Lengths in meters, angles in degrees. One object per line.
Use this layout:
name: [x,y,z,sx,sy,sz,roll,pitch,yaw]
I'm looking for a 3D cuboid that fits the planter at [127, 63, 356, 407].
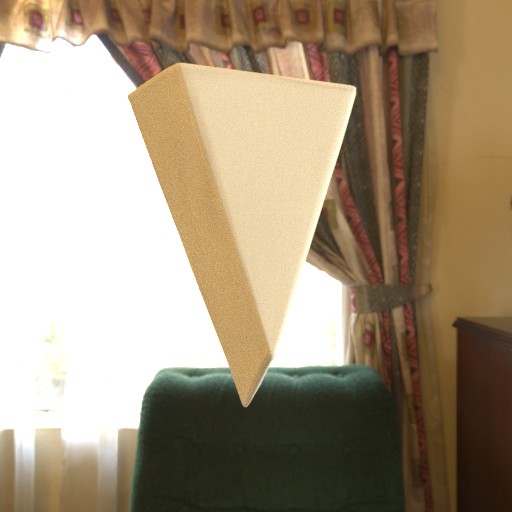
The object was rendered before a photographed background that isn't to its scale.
planter: [0.000,0.000,0.269,0.150,0.197,0.060,0,-1,-17]
